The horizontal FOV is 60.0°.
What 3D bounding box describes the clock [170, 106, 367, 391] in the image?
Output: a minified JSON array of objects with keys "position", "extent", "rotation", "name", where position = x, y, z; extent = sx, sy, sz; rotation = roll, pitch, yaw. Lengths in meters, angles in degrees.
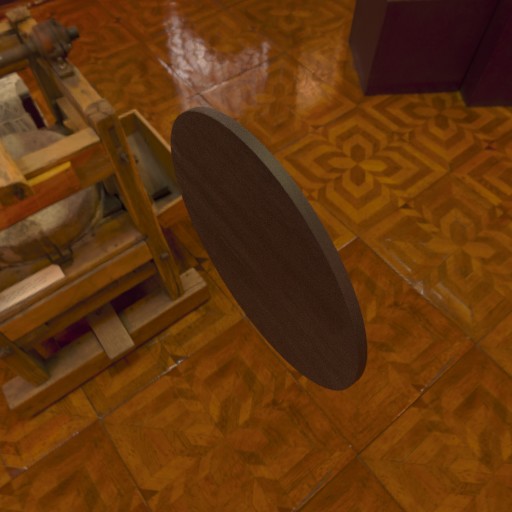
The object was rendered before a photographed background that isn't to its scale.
[{"position":[0.000,0.000,0.872],"extent":[0.029,0.595,0.595],"rotation":[-31,63,-18],"name":"clock"}]
